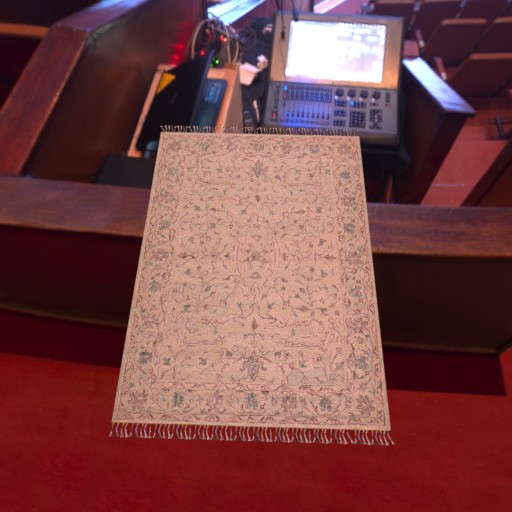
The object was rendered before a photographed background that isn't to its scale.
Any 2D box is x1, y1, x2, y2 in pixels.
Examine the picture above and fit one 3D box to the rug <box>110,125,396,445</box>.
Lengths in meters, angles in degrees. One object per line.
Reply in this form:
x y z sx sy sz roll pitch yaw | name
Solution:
0.000 0.000 2.325 1.247 0.008 1.802 1 62 1 | rug
